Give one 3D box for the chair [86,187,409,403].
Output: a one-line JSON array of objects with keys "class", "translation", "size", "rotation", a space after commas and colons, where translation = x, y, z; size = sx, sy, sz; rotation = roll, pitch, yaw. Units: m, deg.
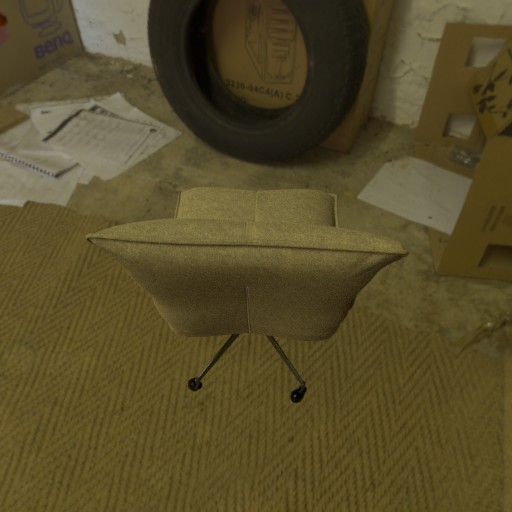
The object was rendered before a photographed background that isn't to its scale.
[{"class": "chair", "translation": [0.000, 0.000, 1.324], "size": [0.597, 0.811, 0.696], "rotation": [2, 48, 2]}]
